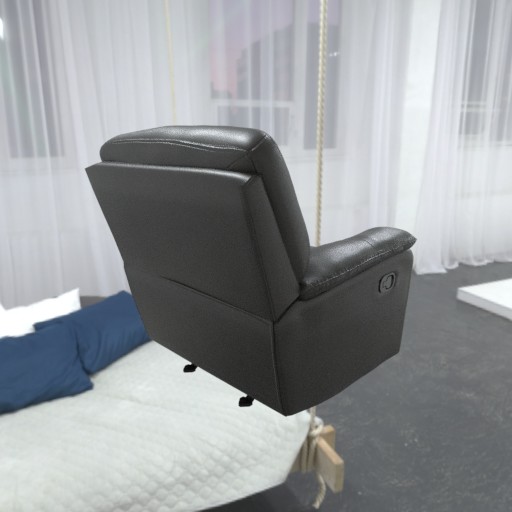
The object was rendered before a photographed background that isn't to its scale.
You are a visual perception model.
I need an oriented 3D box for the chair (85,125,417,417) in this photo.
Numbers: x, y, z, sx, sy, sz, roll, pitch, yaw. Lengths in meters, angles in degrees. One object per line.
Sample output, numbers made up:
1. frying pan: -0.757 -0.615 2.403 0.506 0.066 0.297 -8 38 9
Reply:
1. chair: 0.000 0.000 1.997 1.087 1.109 1.096 -13 20 -42
